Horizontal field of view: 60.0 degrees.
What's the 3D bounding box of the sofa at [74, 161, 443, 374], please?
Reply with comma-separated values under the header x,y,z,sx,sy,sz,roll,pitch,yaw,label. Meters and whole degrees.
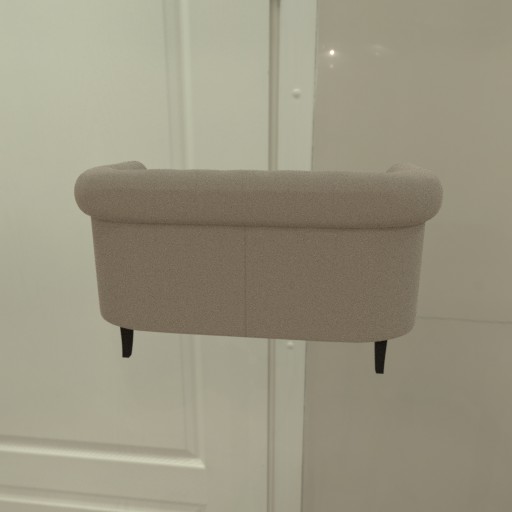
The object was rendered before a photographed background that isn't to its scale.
x,y,z,sx,sy,sz,roll,pitch,yaw,label
0.000,0.000,2.040,1.558,0.827,0.835,2,15,7,sofa
